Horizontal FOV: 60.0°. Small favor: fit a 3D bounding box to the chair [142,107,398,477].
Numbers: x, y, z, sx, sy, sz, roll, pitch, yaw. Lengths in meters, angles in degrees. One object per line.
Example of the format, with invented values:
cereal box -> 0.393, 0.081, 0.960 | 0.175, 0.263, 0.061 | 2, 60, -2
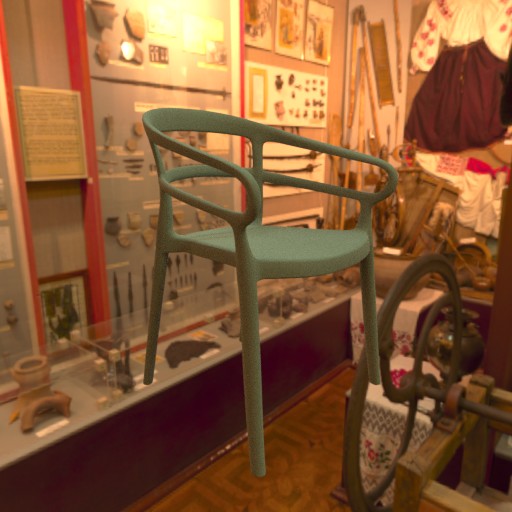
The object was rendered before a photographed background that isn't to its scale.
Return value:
chair -> 0.000, 0.000, 1.156 | 0.527, 0.761, 0.559 | 12, 18, 41
